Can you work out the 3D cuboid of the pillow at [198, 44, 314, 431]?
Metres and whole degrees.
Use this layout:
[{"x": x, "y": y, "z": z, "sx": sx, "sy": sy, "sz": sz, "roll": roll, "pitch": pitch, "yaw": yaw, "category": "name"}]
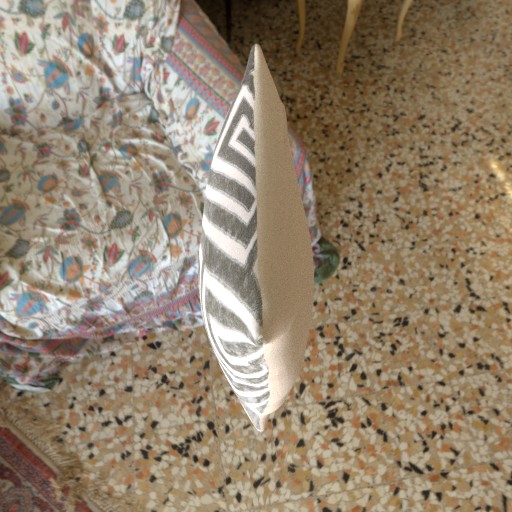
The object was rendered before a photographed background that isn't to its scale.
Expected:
[{"x": 0.000, "y": 0.000, "z": 0.684, "sx": 0.182, "sy": 0.441, "sz": 0.440, "roll": 0, "pitch": 59, "yaw": 0, "category": "pillow"}]
